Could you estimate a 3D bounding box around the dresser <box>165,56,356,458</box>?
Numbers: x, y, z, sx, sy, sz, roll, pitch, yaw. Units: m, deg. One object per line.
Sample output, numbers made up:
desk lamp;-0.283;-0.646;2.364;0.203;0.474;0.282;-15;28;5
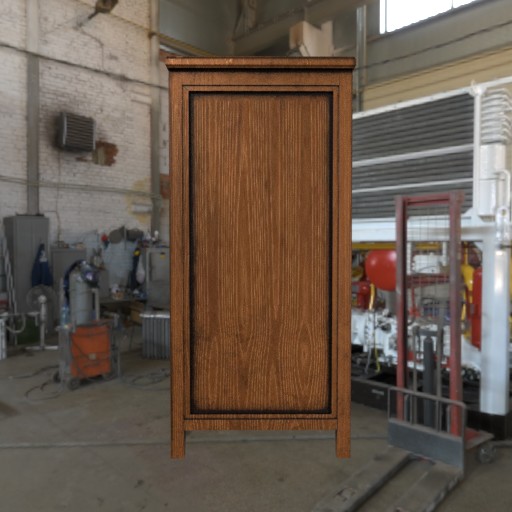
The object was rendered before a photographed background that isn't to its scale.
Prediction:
dresser;0.000;0.000;1.958;0.591;1.224;1.250;0;1;0
